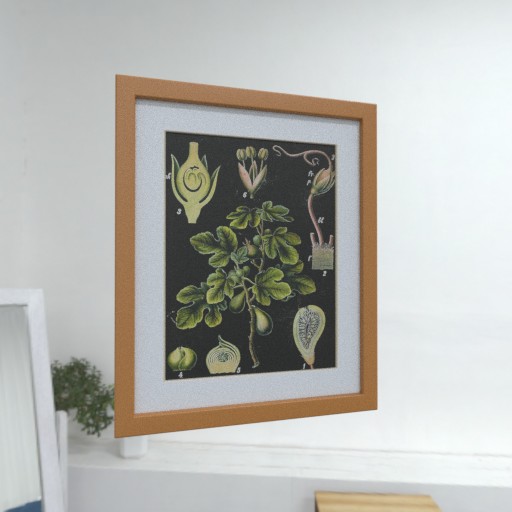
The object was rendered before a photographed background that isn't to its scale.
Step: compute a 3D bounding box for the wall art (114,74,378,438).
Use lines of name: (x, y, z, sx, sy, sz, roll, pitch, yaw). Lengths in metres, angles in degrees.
wall art: (0.000, 0.000, 0.746, 0.452, 0.553, 0.022, 0, -1, -17)
